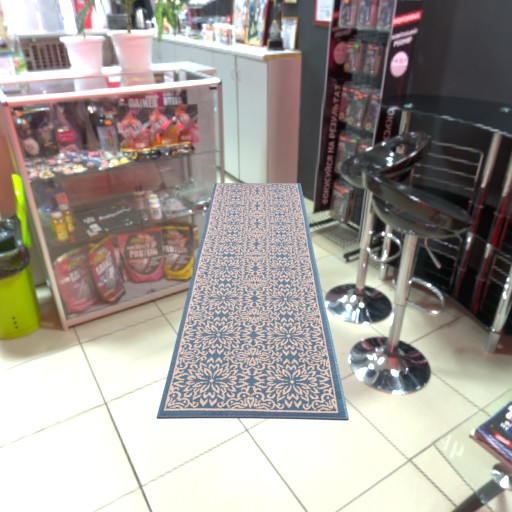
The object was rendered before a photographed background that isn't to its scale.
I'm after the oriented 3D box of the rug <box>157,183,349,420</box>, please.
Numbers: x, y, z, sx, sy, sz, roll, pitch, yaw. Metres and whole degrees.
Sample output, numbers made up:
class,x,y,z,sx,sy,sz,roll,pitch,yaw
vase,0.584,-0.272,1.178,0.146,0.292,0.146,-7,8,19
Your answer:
class,x,y,z,sx,sy,sz,roll,pitch,yaw
rug,0.000,0.000,2.464,0.662,0.011,2.196,0,31,1
